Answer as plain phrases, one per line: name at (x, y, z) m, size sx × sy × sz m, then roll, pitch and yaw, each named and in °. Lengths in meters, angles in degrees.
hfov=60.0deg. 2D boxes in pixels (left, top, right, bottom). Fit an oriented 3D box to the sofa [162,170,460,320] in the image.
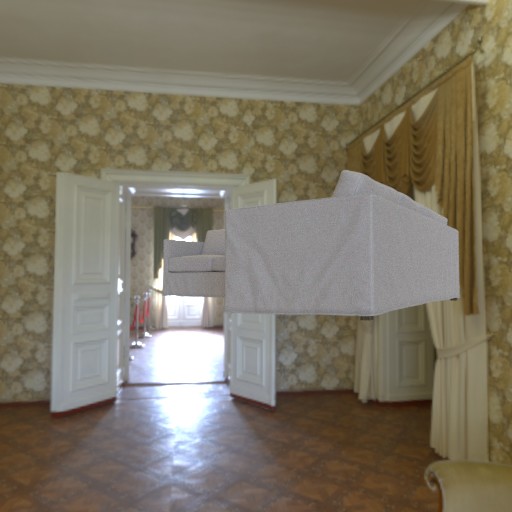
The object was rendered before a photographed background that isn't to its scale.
sofa at (0.000, 0.000, 4.241) m, size 3.182 × 0.871 × 2.432 m, roll -2°, pitch -3°, yaw 35°
